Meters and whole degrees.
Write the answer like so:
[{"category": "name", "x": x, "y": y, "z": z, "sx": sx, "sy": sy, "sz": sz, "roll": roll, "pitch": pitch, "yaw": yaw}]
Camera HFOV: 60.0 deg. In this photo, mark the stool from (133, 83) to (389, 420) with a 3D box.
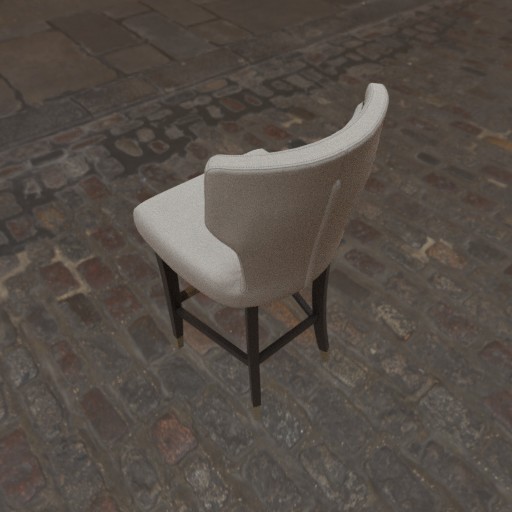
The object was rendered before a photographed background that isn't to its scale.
[{"category": "stool", "x": 0.000, "y": 0.000, "z": 1.396, "sx": 0.526, "sy": 1.092, "sz": 0.563, "roll": -31, "pitch": 54, "yaw": -26}]
